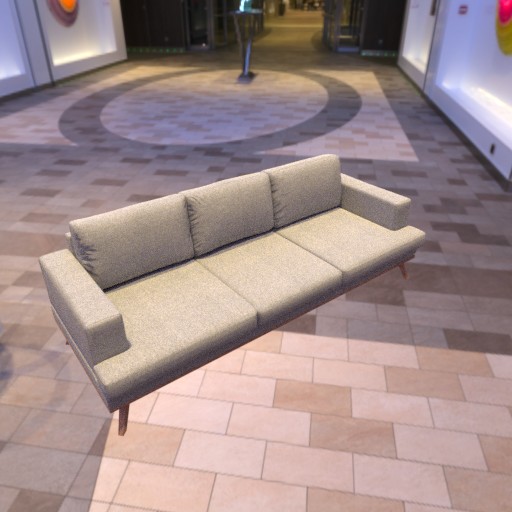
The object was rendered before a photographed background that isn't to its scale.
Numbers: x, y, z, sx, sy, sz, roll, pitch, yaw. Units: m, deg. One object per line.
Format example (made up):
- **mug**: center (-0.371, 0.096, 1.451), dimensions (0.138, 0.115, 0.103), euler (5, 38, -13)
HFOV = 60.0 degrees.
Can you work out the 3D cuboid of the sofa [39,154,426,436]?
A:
- **sofa**: center (0.000, 0.000, 2.781), dimensions (2.310, 0.810, 0.920), euler (-21, 37, -32)
